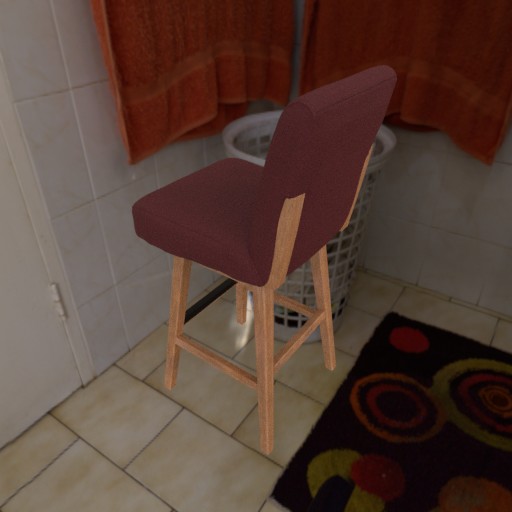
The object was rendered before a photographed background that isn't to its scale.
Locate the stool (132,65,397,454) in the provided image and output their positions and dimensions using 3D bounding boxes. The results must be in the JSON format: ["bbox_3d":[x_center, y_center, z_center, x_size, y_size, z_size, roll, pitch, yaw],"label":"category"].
[{"bbox_3d":[0.000,0.000,1.350,0.562,1.093,0.468,22,39,29],"label":"stool"}]
